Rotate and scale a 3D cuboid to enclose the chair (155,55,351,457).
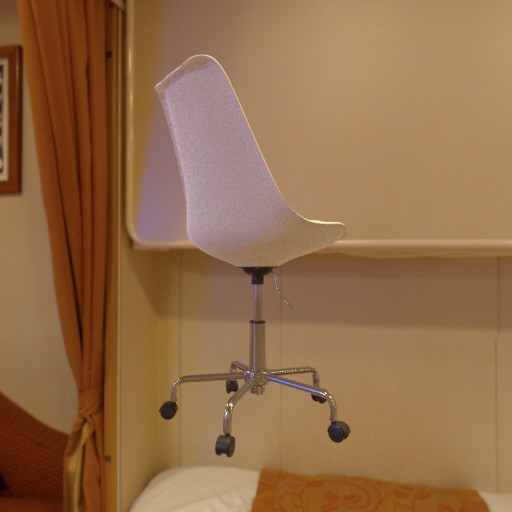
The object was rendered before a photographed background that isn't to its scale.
[{"bbox_3d":[0.000,0.000,1.272,0.550,0.930,0.550,0,-1,-35],"label":"chair"}]
